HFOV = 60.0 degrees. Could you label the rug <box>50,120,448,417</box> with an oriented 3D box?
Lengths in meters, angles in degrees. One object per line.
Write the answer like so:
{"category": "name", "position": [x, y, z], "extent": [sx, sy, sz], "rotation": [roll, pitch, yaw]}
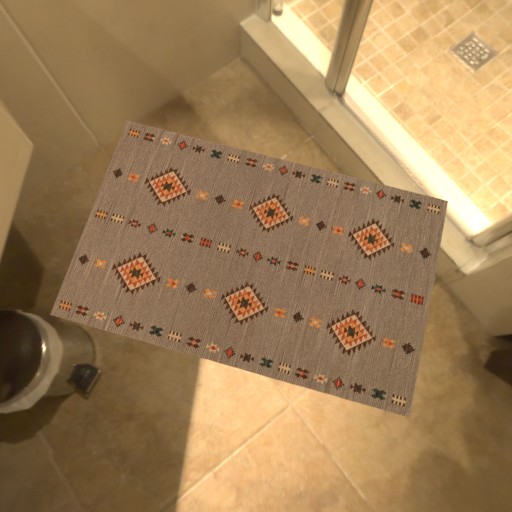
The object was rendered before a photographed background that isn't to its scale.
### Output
{"category": "rug", "position": [0.000, 0.000, 3.059], "extent": [2.427, 0.007, 1.515], "rotation": [15, 76, 4]}
